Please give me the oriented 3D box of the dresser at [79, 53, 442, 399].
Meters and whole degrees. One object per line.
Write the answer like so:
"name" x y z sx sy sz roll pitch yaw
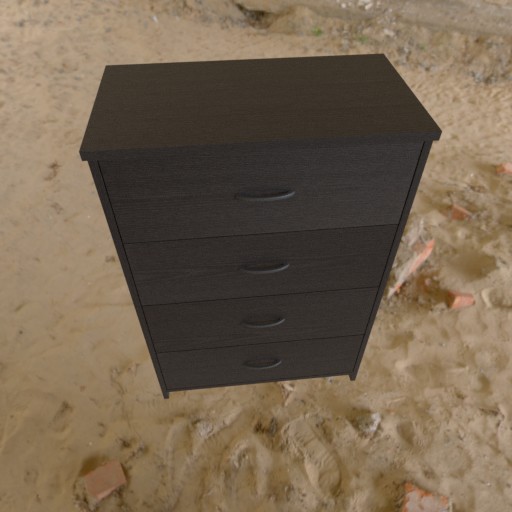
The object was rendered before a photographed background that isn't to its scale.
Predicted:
"dresser" 0.000 0.000 1.348 0.704 1.020 0.399 -4 46 -4
